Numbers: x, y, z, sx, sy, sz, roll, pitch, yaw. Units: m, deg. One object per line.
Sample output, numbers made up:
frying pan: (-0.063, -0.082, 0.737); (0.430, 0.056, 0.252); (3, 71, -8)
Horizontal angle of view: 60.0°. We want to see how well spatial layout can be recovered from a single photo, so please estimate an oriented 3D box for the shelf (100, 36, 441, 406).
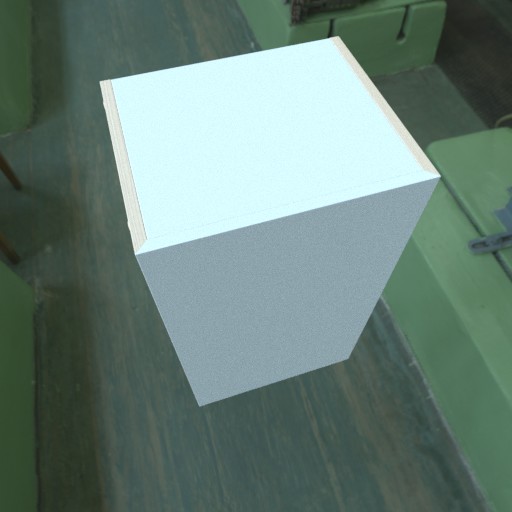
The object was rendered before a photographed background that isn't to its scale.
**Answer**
shelf: (0.000, 0.000, 0.799); (0.350, 0.600, 0.290); (-15, 59, -9)
